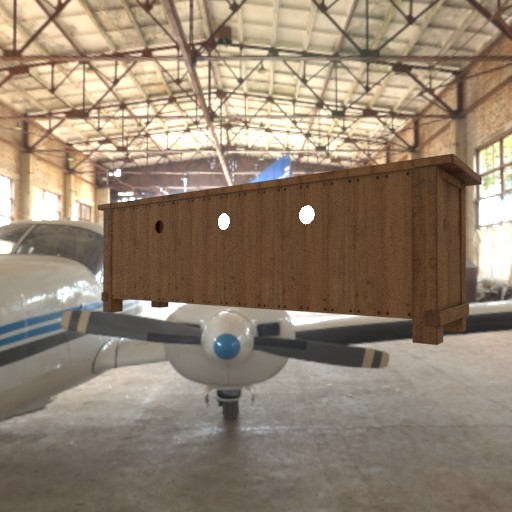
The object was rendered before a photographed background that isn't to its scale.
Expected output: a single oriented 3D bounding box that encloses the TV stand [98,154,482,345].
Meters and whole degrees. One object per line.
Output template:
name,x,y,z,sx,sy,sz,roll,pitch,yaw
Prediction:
TV stand,0.000,0.000,2.028,1.804,0.573,0.453,-1,-2,37
